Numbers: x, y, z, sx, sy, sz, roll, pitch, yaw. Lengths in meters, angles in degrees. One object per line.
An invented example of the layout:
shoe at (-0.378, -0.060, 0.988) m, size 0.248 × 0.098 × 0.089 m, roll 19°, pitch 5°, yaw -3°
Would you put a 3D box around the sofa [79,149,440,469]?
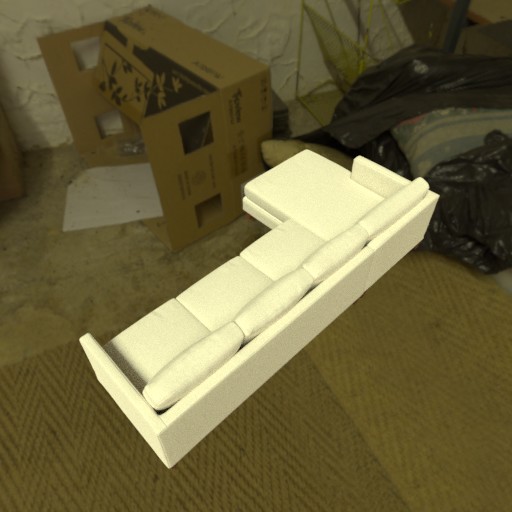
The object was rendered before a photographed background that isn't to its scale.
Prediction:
sofa at (0.000, 0.000, 3.905) m, size 3.186 × 0.846 × 1.625 m, roll -35°, pitch 56°, yaw -28°
